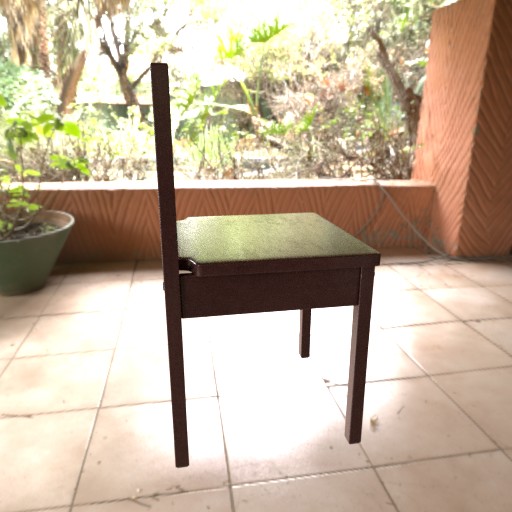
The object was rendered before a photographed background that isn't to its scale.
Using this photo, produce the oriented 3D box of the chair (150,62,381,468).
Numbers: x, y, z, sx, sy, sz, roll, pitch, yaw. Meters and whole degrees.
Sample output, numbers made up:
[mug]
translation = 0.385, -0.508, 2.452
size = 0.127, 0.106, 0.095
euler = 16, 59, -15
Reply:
[chair]
translation = 0.000, 0.000, 0.890
size = 0.361, 0.668, 0.367
euler = -3, 17, -10
